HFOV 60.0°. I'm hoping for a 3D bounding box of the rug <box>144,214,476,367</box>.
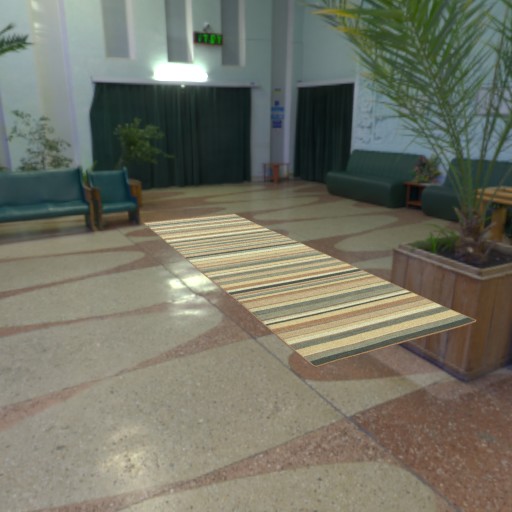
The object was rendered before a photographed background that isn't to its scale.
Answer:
[{"bbox_3d":[0.000,0.000,2.678,0.799,0.010,2.444,-8,19,-25],"label":"rug"}]
